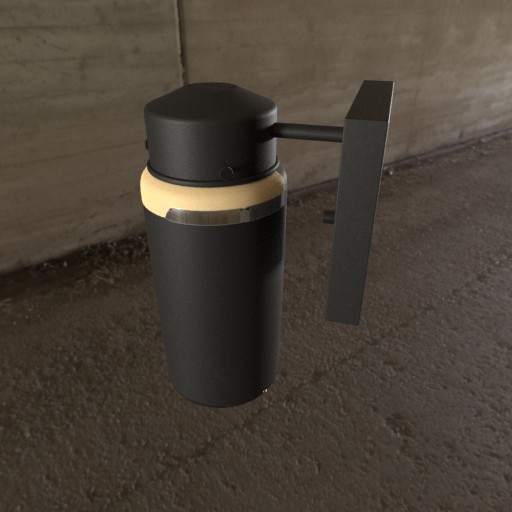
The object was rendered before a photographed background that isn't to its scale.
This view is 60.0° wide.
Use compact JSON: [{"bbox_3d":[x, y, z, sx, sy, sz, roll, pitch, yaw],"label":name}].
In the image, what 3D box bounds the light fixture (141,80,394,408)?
[{"bbox_3d":[0.000,0.000,0.359,0.176,0.257,0.130,8,31,14],"label":"light fixture"}]
